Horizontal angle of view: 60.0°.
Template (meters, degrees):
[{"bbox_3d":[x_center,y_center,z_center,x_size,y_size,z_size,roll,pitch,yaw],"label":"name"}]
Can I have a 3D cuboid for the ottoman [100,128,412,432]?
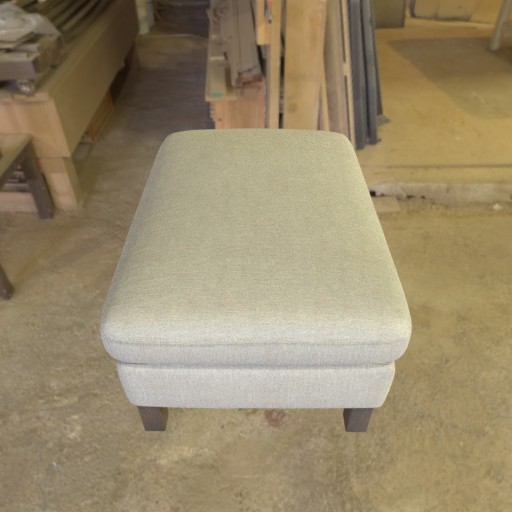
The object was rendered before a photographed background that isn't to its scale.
[{"bbox_3d":[0.000,0.000,1.057,0.528,0.404,0.735,0,41,0],"label":"ottoman"}]
